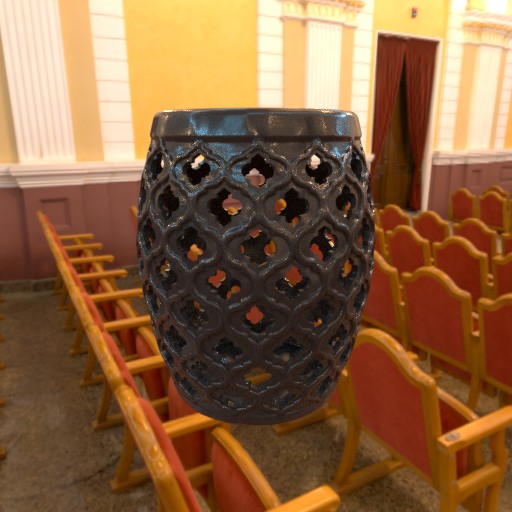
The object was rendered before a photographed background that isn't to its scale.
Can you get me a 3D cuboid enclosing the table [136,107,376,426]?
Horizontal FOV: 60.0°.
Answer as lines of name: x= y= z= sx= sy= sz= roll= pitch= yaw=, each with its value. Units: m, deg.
table: x=0.000 y=0.000 z=0.629 sx=0.325 sy=0.388 sz=0.325 roll=0 pitch=16 yaw=0
